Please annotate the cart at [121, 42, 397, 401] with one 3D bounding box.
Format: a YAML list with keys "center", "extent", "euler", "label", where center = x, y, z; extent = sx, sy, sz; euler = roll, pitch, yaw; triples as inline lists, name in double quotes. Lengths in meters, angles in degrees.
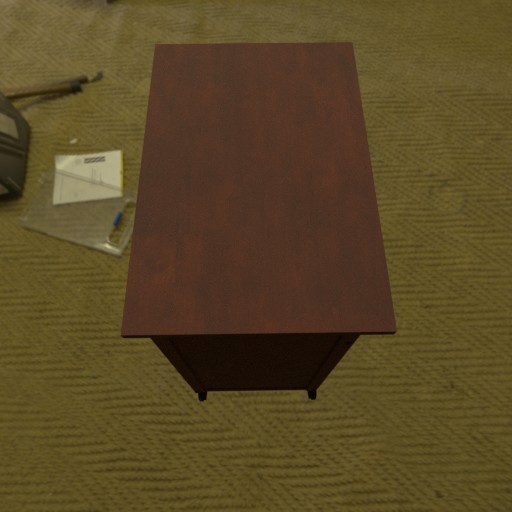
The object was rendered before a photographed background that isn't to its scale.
- center: [0.000, 0.000, 1.244]
  extent: [0.442, 0.864, 0.683]
  euler: [-1, 65, 0]
  label: "cart"
